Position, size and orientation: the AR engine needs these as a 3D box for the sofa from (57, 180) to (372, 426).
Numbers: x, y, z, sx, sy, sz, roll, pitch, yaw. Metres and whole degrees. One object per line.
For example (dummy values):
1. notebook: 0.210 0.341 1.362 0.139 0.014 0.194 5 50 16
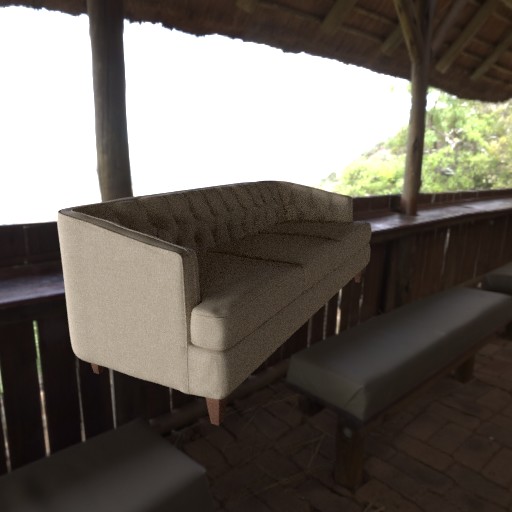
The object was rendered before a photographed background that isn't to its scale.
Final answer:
1. sofa: 0.000 0.000 2.687 0.913 0.788 2.235 7 15 26
